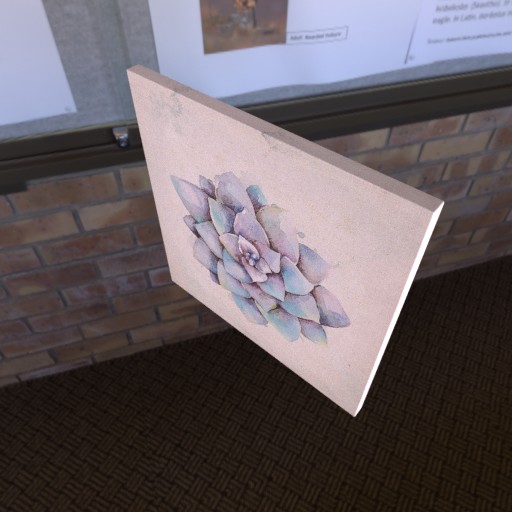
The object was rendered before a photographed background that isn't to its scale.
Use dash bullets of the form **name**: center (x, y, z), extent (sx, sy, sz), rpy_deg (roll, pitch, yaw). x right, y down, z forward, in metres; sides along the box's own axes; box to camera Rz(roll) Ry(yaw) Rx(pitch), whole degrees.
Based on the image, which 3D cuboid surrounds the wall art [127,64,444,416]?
- **wall art**: center (0.000, 0.000, 1.143), extent (0.762, 0.762, 0.038), rpy_deg (32, 55, 26)
